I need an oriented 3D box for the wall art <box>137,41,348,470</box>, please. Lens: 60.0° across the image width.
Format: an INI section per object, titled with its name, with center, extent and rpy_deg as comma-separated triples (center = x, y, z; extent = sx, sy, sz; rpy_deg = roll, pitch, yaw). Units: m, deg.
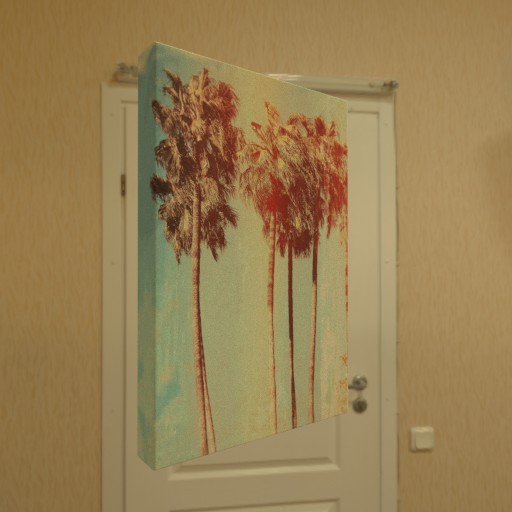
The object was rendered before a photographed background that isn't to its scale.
[wall art]
center = 0.000, 0.000, 0.479
extent = 0.251, 0.380, 0.039
rpy_deg = 0, -1, -36
